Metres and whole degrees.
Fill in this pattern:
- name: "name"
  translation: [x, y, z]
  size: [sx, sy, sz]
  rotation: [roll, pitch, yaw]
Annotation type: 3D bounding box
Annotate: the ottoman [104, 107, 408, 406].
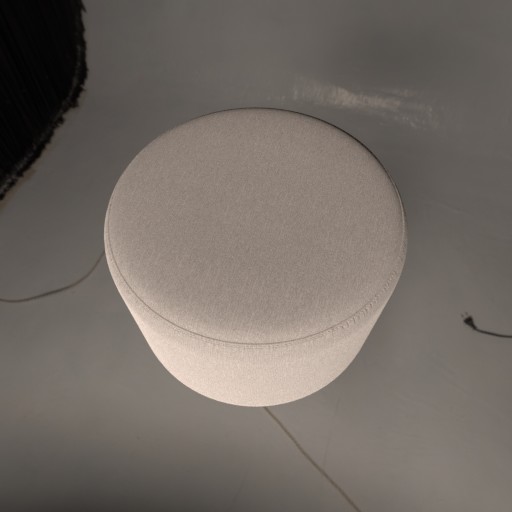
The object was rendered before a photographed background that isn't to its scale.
- name: "ottoman"
  translation: [0.000, 0.000, 1.030]
  size: [0.608, 0.433, 0.608]
  rotation: [0, 58, 0]
